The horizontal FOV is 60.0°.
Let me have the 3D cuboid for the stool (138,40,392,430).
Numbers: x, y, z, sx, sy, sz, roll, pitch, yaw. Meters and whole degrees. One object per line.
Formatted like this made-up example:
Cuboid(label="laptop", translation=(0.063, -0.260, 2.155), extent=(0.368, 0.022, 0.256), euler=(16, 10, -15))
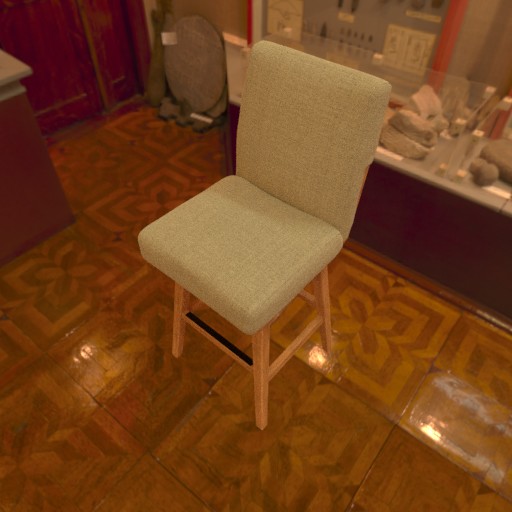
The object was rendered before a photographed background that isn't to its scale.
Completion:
Cuboid(label="stool", translation=(0.000, 0.000, 1.432), extent=(0.483, 1.106, 0.569), euler=(32, 54, 27))
